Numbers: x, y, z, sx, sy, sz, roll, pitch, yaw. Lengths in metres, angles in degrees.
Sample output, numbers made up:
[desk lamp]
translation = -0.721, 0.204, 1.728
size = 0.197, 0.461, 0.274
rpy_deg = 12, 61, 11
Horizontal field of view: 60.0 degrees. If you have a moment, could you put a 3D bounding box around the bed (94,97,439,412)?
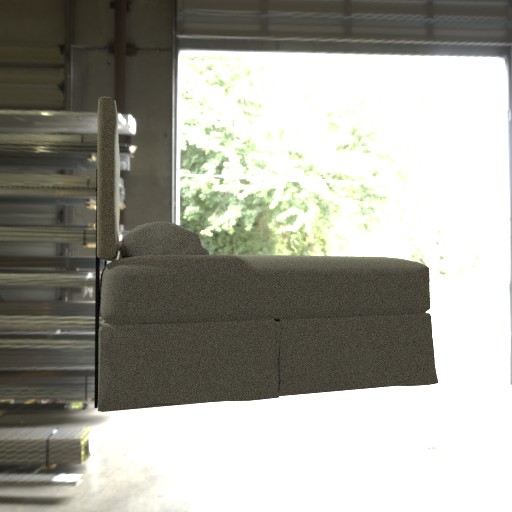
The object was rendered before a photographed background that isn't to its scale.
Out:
[bed]
translation = 0.000, 0.000, 3.006
size = 1.997, 1.571, 1.261
rpy_deg = 0, -1, -16
